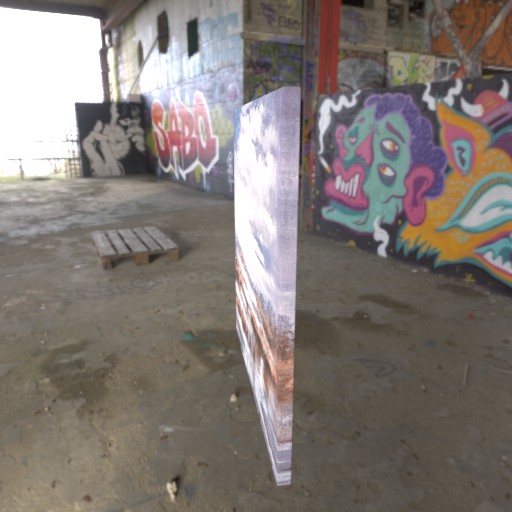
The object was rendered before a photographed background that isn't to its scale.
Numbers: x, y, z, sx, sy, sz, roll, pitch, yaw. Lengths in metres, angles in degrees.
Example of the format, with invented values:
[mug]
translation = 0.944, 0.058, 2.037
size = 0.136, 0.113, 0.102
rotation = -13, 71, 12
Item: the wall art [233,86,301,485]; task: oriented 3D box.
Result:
[wall art]
translation = 0.000, 0.000, 1.364
size = 0.035, 0.897, 0.888
rotation = -2, 16, -8
